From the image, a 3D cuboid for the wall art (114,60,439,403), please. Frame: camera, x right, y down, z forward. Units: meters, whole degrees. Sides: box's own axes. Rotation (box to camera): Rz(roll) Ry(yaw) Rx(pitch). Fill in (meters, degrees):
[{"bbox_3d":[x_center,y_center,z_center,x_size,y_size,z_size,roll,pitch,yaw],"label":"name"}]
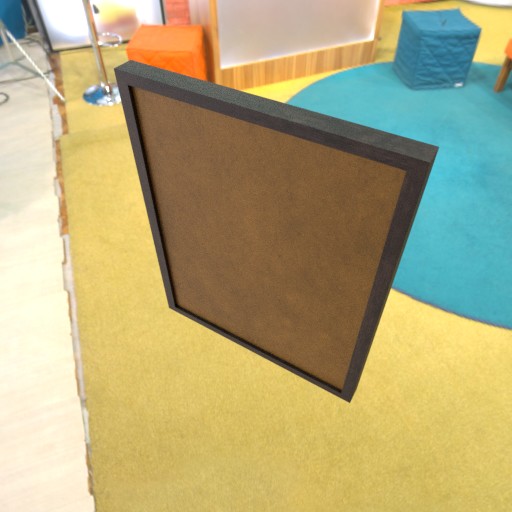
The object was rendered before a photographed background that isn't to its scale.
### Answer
[{"bbox_3d":[0.000,0.000,0.554,0.329,0.406,0.027,23,50,21],"label":"wall art"}]
